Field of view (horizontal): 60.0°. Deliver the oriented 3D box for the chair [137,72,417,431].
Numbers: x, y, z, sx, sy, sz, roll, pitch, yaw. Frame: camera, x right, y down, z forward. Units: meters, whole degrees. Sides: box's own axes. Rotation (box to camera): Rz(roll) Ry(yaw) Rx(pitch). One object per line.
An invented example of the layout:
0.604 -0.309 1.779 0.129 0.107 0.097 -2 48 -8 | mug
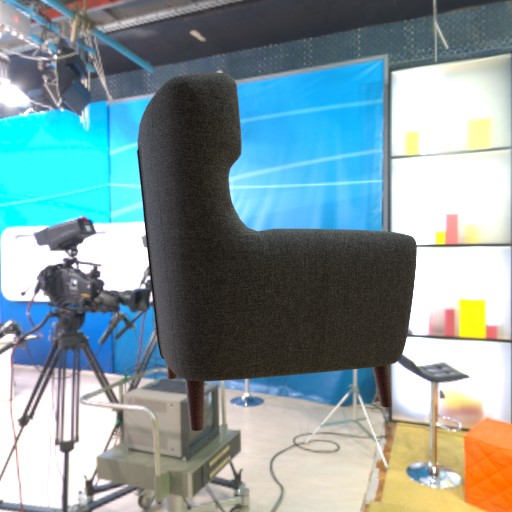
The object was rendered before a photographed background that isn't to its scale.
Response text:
0.000 0.000 1.739 0.904 1.063 0.878 0 0 -18 | chair
